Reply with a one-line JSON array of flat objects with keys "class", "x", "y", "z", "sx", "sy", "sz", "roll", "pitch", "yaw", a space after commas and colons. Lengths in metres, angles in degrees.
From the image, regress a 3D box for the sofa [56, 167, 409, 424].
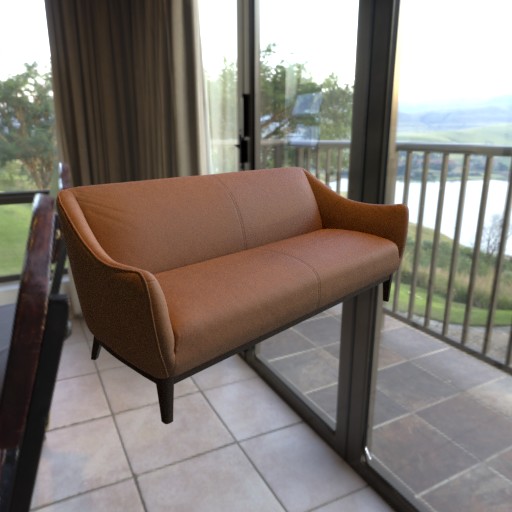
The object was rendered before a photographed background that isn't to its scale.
[{"class": "sofa", "x": 0.000, "y": 0.000, "z": 2.424, "sx": 0.869, "sy": 0.830, "sz": 1.928, "roll": 15, "pitch": 22, "yaw": 42}]
